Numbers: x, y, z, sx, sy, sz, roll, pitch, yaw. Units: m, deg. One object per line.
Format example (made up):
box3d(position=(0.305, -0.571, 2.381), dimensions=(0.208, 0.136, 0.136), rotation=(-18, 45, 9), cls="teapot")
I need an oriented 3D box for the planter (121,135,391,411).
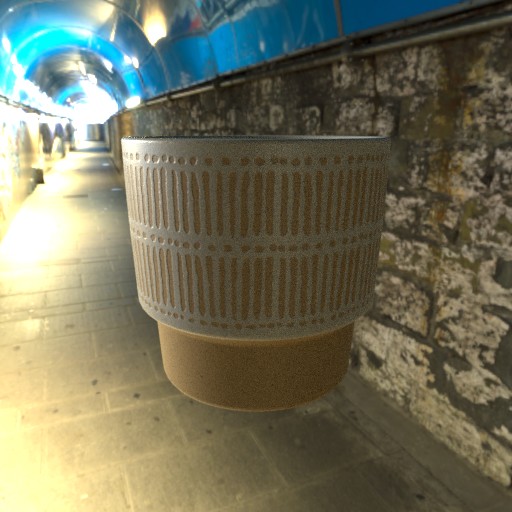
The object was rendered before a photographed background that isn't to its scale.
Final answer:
box3d(position=(0.000, 0.000, 0.582), dimensions=(0.317, 0.303, 0.317), rotation=(0, 16, 0), cls="planter")
